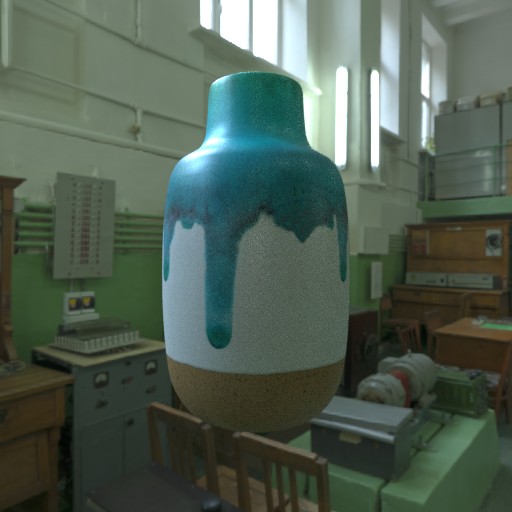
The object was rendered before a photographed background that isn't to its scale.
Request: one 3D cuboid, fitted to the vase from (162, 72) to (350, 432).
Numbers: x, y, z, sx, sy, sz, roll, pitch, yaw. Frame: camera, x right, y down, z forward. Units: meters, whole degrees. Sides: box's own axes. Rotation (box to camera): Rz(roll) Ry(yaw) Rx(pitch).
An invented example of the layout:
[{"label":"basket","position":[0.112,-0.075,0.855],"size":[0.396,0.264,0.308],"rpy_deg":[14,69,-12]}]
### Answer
[{"label":"vase","position":[0.000,0.000,0.256],"size":[0.106,0.192,0.106],"rpy_deg":[0,1,0]}]
